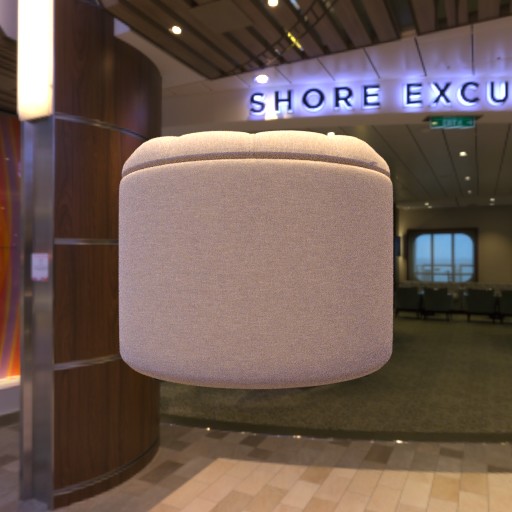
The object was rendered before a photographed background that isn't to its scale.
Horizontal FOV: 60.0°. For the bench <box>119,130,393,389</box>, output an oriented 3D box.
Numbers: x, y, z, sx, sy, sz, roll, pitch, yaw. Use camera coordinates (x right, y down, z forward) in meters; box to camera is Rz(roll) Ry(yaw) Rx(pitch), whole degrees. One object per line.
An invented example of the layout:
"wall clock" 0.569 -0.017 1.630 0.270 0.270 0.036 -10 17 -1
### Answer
"bench" 0.000 0.000 1.015 0.600 0.454 0.600 0 0 0
